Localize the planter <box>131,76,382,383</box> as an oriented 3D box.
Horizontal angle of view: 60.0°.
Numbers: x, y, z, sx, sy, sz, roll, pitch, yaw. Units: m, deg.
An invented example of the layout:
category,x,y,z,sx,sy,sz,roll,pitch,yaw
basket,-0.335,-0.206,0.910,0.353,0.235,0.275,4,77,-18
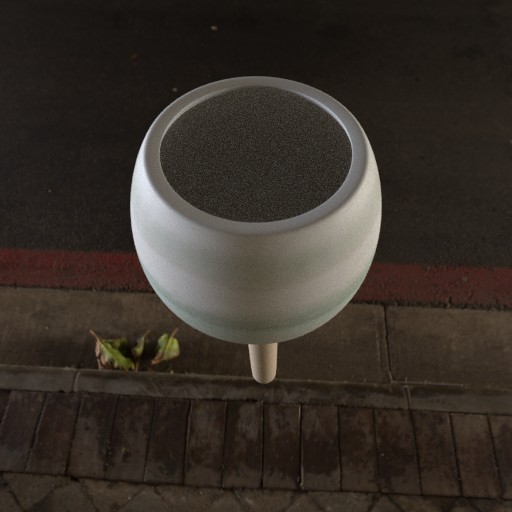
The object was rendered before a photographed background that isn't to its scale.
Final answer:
category,x,y,z,sx,sy,sz,roll,pitch,yaw
planter,0.000,0.000,0.336,0.161,0.224,0.161,0,57,0
